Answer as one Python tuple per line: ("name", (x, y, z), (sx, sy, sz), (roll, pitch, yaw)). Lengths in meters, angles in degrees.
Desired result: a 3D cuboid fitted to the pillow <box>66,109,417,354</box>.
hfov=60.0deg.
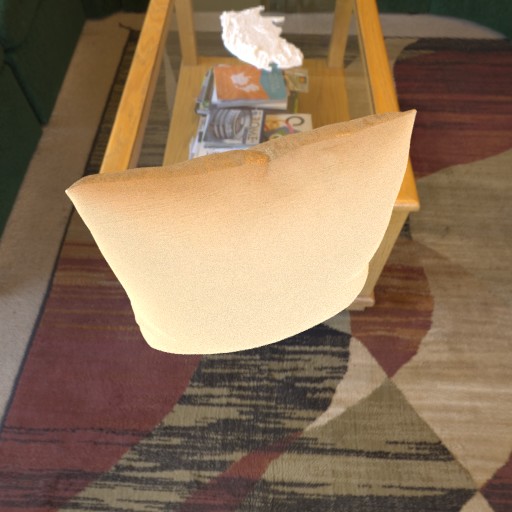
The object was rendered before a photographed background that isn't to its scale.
("pillow", (0.000, 0.000, 0.709), (0.450, 0.448, 0.245), (-13, 58, -8))
